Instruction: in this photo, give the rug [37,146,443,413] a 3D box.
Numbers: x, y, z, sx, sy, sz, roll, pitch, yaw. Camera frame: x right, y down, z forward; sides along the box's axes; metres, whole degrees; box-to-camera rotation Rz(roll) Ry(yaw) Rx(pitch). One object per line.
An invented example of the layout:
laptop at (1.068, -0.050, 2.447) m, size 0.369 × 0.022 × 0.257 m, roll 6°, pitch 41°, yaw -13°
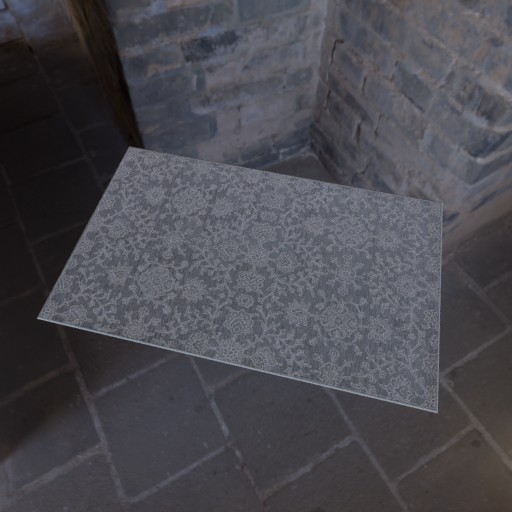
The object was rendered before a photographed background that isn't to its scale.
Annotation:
rug at (0.000, 0.000, 2.987) m, size 2.430 × 0.010 × 1.515 m, roll 12°, pitch 59°, yaw 7°
